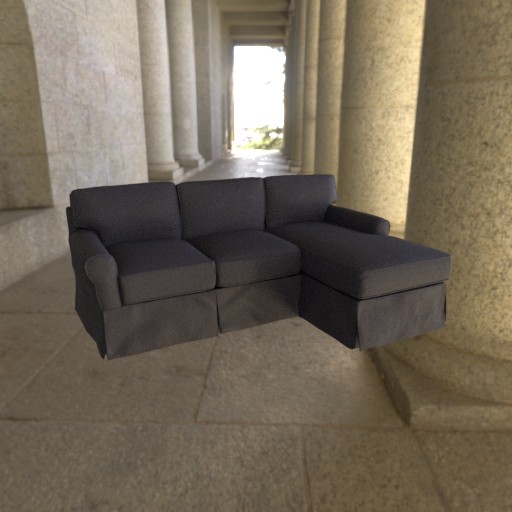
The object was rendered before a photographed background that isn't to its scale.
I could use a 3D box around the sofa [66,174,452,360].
[{"bbox_3d":[0.000,0.000,3.362,2.518,1.039,1.637,-8,18,-26],"label":"sofa"}]
